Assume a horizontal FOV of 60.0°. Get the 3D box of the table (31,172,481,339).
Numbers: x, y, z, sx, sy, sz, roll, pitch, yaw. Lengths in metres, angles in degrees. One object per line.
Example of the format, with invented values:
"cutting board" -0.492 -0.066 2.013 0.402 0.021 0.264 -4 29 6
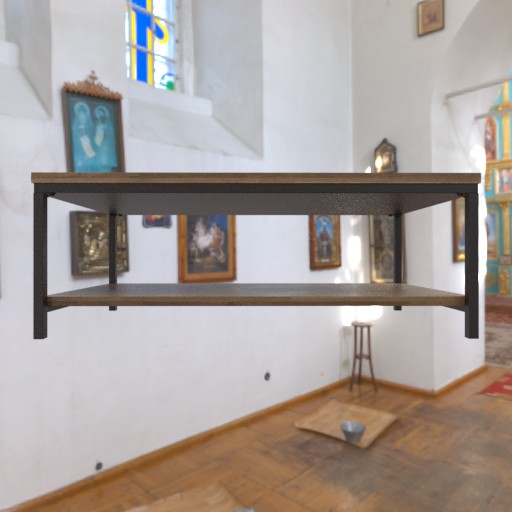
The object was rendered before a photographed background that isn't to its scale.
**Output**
"table" 0.000 0.000 1.332 1.062 0.393 0.574 0 0 0
